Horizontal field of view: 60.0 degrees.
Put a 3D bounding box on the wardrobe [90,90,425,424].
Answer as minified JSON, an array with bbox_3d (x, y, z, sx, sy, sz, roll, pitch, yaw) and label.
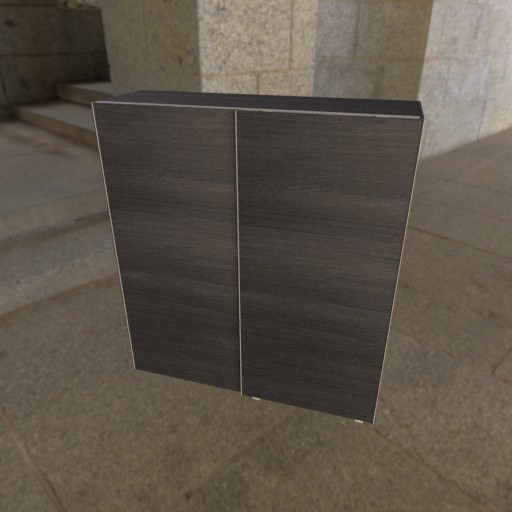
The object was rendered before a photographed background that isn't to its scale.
[{"bbox_3d":[0.000,0.000,2.941,1.780,1.960,0.629,8,28,15],"label":"wardrobe"}]
